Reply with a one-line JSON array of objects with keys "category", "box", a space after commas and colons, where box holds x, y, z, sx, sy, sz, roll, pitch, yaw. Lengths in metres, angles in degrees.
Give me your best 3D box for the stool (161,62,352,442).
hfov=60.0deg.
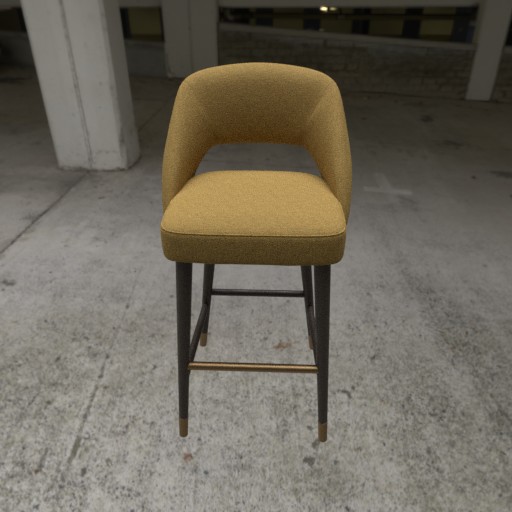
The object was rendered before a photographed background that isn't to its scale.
[{"category": "stool", "box": [0.000, 0.000, 1.351, 0.536, 1.032, 0.522, 1, 30, 2]}]
